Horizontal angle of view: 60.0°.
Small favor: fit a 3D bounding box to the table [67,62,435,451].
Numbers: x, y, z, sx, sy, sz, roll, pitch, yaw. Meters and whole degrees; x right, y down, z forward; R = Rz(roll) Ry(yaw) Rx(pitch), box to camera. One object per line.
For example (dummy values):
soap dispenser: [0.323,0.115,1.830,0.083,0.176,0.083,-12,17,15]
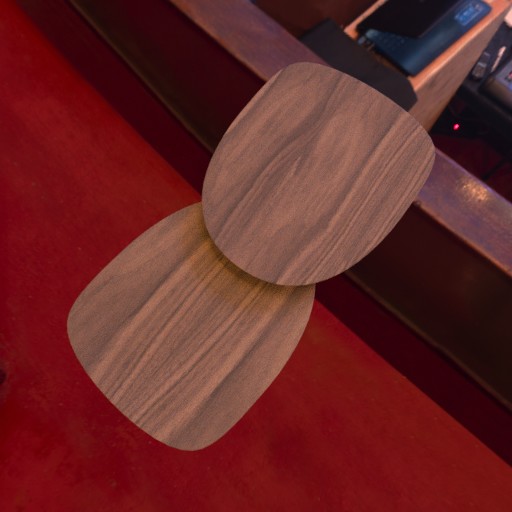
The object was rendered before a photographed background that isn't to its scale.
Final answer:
table: [0.000,0.000,1.337,0.527,0.429,1.084,39,78,10]
